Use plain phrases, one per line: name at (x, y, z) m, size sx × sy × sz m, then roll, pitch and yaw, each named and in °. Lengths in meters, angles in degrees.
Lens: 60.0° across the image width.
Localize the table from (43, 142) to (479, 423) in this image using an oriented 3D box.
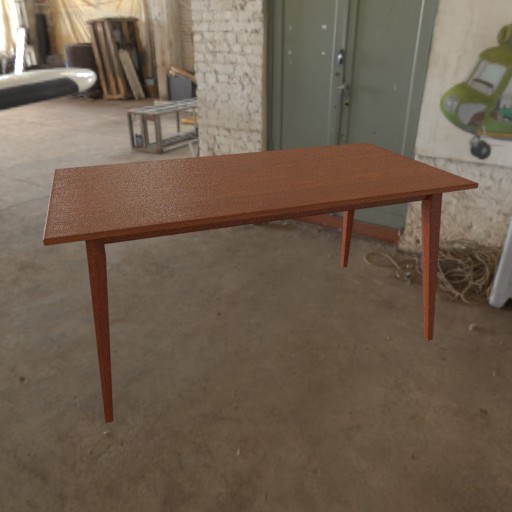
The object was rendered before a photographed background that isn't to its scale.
table at (0.000, 0.000, 2.038) m, size 1.609 × 0.755 × 0.811 m, roll -9°, pitch 28°, yaw -18°
